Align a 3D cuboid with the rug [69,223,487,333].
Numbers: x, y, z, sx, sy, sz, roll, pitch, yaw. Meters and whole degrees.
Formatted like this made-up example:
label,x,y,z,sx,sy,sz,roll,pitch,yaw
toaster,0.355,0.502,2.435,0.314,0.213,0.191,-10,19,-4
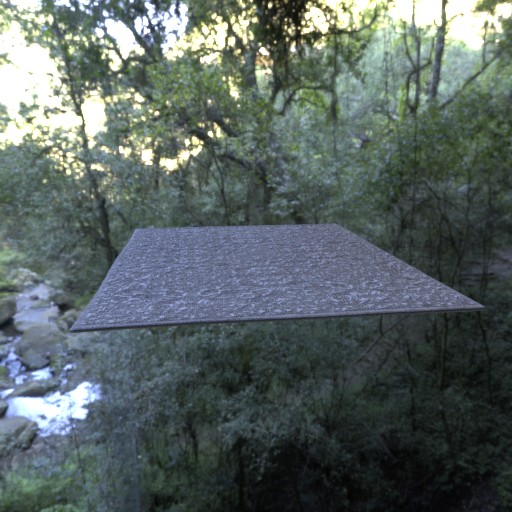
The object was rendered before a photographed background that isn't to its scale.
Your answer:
label,x,y,z,sx,sy,sz,roll,pitch,yaw
rug,0.000,0.000,4.007,2.472,0.035,3.017,-2,14,-8
